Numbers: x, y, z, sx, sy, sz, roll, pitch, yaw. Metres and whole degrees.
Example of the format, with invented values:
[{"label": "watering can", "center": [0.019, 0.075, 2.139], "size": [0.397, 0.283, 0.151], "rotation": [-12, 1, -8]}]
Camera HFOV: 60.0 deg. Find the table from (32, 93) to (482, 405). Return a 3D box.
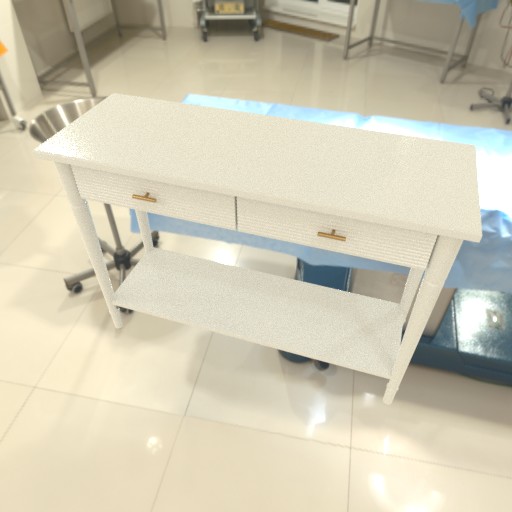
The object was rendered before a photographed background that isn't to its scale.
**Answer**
[{"label": "table", "center": [0.000, 0.000, 1.381], "size": [1.067, 0.749, 0.381], "rotation": [13, 44, 13]}]
